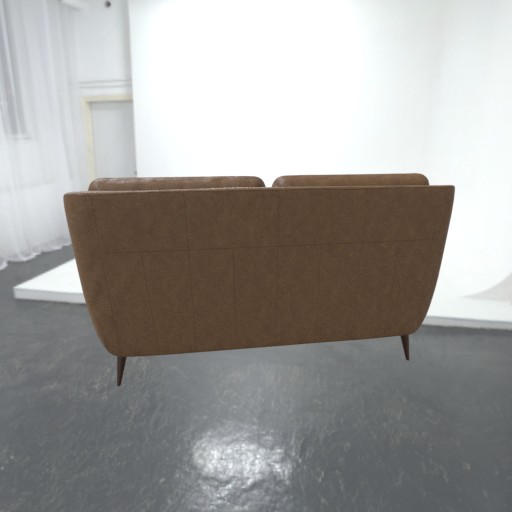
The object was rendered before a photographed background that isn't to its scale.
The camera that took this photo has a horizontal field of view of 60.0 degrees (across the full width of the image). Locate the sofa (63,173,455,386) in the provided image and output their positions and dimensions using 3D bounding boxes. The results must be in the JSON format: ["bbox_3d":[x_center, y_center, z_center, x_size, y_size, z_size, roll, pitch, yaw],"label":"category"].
[{"bbox_3d":[0.000,0.000,2.317,1.731,0.886,0.981,-3,15,-9],"label":"sofa"}]
